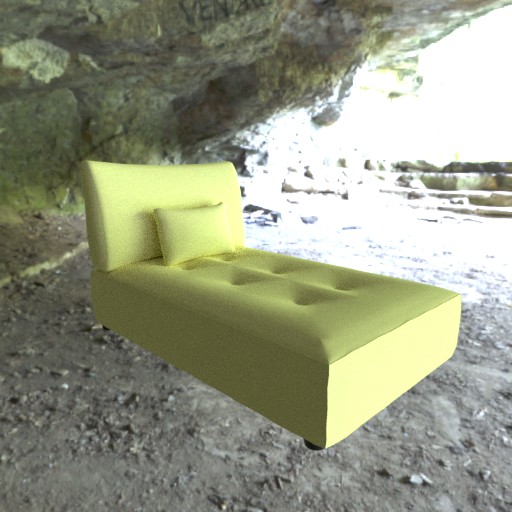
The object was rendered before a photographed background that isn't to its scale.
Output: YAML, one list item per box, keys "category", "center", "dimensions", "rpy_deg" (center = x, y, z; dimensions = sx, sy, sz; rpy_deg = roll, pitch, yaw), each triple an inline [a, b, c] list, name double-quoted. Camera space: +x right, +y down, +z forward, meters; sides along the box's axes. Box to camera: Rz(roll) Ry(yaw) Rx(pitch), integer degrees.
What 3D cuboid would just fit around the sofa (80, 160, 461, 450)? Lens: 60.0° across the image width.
- category: "sofa"
  center: [0.000, 0.000, 1.956]
  dimensions: [0.930, 0.820, 1.450]
  rpy_deg: [-12, 18, -43]
